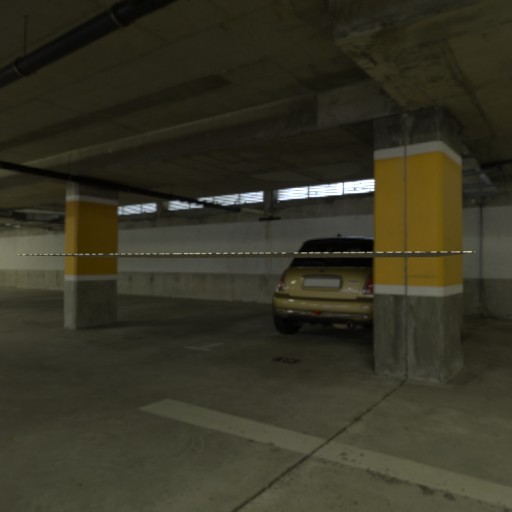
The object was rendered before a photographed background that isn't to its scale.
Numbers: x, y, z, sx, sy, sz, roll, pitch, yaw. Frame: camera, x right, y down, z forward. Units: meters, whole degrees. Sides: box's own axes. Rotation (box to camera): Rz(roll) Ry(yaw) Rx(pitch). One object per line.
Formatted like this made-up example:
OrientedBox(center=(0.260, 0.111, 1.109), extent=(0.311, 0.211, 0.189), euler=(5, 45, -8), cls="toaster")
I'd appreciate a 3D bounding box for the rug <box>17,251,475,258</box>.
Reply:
OrientedBox(center=(0.000, 0.000, 2.162), extent=(1.750, 0.004, 1.177), euler=(0, -1, 17), cls="rug")
